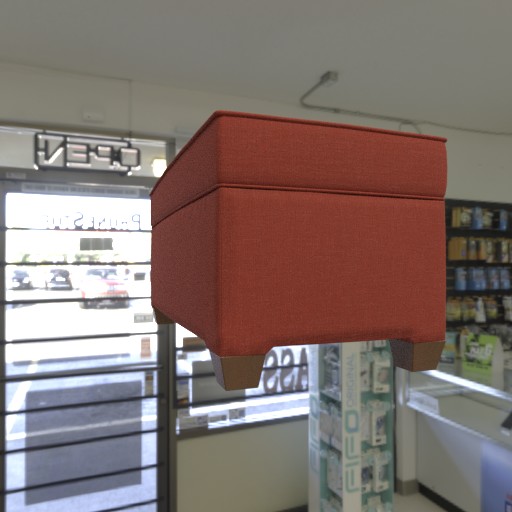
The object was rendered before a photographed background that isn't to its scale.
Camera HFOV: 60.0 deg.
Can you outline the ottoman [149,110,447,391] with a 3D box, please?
[{"bbox_3d":[0.000,0.000,1.208,0.497,0.454,0.948,0,-1,-20],"label":"ottoman"}]
